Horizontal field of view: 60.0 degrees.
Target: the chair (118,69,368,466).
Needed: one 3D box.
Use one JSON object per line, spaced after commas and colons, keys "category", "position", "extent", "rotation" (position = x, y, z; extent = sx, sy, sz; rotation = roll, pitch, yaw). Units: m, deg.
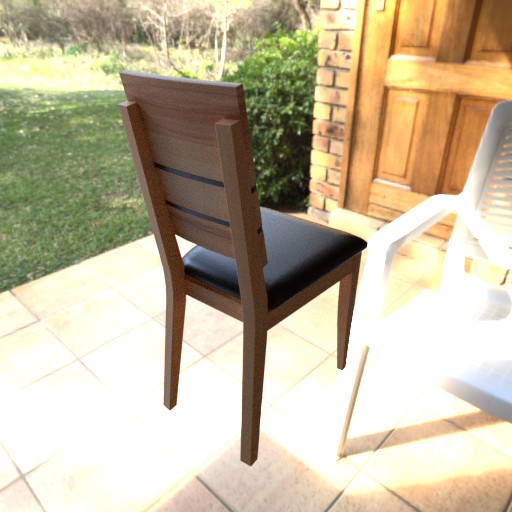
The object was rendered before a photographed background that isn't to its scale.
{"category": "chair", "position": [0.000, 0.000, 1.178], "extent": [0.410, 0.940, 0.520], "rotation": [21, 35, 32]}
